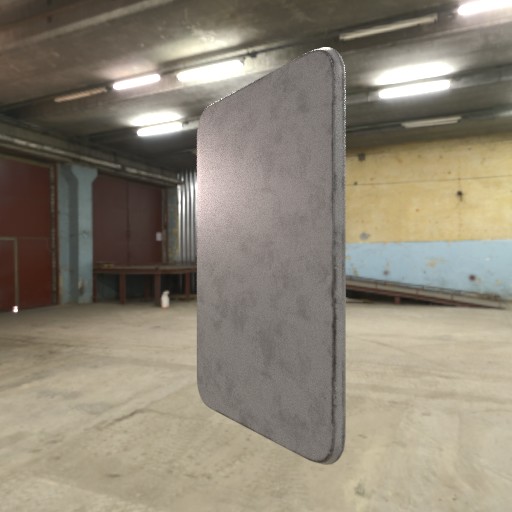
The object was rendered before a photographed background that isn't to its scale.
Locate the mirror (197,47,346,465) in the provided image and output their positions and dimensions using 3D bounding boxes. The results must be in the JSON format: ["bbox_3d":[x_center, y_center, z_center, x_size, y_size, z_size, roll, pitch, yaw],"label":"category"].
[{"bbox_3d":[0.000,0.000,0.897,0.024,0.713,0.461,0,0,-37],"label":"mirror"}]
